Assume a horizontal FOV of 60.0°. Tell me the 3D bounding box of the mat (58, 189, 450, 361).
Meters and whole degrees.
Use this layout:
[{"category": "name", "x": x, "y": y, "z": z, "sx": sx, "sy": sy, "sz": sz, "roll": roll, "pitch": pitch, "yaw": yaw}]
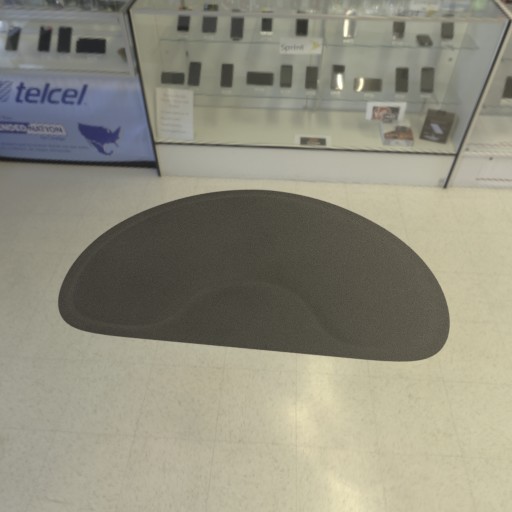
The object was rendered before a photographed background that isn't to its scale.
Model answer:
[{"category": "mat", "x": 0.000, "y": 0.000, "z": 1.891, "sx": 1.524, "sy": 0.013, "sz": 0.913, "roll": 4, "pitch": 46, "yaw": 4}]
